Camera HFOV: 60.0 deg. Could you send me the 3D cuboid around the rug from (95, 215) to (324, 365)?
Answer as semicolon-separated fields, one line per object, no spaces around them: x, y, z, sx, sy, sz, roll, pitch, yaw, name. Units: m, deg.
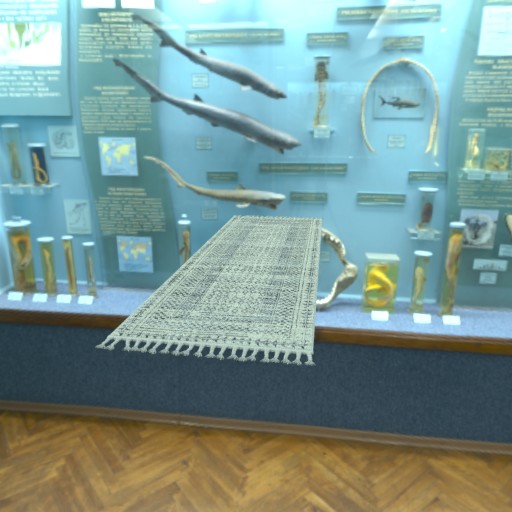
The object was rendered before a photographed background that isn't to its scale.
0.000;0.000;2.686;0.786;0.013;2.480;3;17;9;rug
